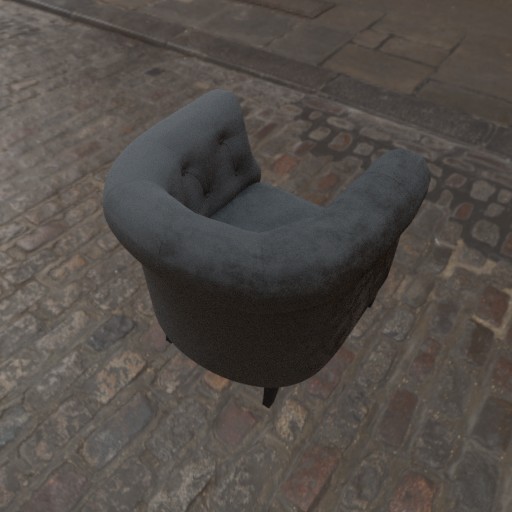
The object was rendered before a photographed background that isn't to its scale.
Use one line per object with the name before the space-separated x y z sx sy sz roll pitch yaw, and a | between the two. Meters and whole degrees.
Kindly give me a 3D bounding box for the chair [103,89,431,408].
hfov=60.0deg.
chair | 0.000 0.000 1.590 0.904 0.826 0.851 27 51 24
